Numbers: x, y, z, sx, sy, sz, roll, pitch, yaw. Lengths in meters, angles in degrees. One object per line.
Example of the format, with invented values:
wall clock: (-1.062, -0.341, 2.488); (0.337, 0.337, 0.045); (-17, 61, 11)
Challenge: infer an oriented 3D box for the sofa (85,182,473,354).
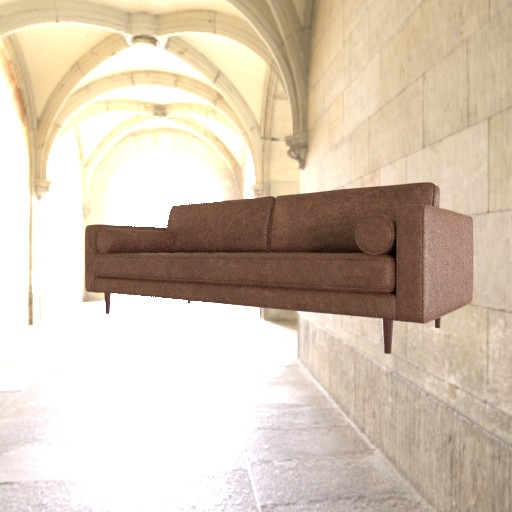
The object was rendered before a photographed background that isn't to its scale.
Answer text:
sofa: (0.000, 0.000, 2.623); (2.210, 0.762, 0.914); (0, 1, 37)
